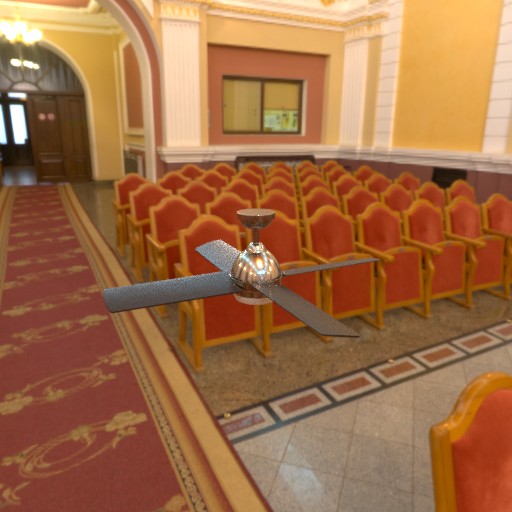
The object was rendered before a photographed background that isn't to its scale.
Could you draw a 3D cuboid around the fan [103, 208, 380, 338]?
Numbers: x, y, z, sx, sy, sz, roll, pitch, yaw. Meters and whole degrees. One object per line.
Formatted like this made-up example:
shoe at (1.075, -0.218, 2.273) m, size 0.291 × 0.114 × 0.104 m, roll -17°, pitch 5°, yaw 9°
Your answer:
fan at (0.000, 0.000, 2.002) m, size 1.332 × 0.403 × 1.332 m, roll -8°, pitch 18°, yaw -25°
